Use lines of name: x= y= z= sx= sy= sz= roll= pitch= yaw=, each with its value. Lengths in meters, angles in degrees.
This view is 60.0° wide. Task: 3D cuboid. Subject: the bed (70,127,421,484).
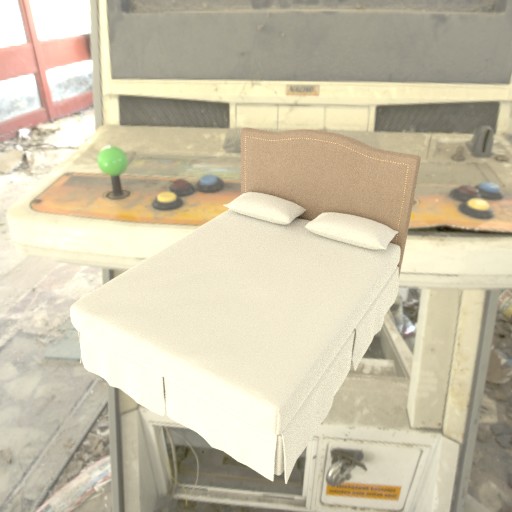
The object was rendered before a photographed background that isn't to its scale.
bed: x=0.000 y=0.000 z=3.428 sx=1.821 sy=1.436 sz=2.282 roll=18 pitch=35 yaw=28
